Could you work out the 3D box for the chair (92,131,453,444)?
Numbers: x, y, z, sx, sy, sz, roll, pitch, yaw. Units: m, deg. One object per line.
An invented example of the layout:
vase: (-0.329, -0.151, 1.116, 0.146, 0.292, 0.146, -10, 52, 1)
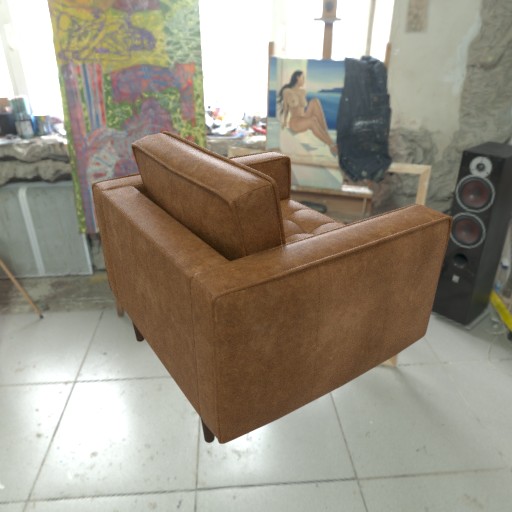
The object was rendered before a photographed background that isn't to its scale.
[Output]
chair: (0.000, 0.000, 1.491, 0.798, 0.767, 0.928, -17, 32, -29)
